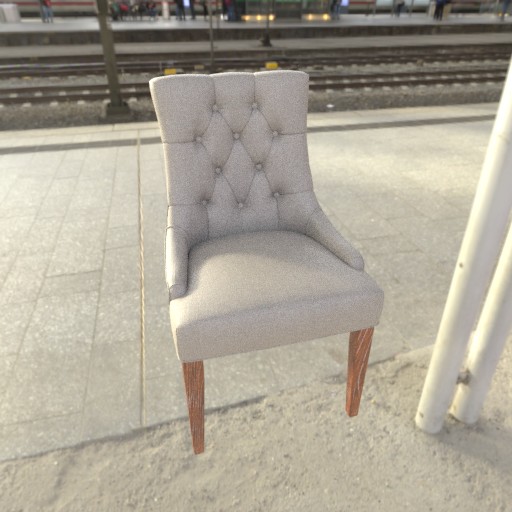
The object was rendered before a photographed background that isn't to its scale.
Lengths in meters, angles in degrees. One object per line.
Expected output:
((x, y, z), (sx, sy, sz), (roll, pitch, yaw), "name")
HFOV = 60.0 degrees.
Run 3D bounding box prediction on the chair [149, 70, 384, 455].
((0.000, 0.000, 1.210), (0.509, 0.874, 0.565), (-8, 31, -14), "chair")
